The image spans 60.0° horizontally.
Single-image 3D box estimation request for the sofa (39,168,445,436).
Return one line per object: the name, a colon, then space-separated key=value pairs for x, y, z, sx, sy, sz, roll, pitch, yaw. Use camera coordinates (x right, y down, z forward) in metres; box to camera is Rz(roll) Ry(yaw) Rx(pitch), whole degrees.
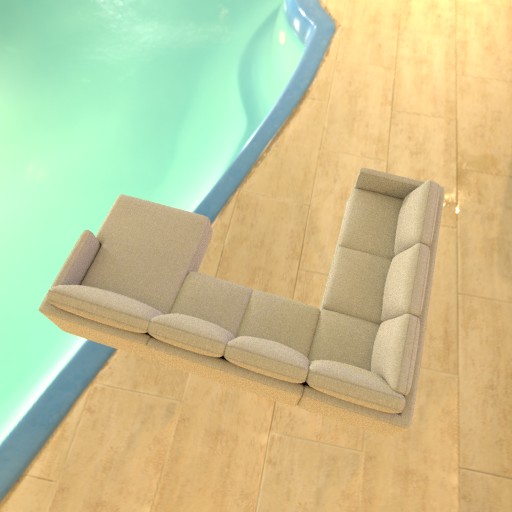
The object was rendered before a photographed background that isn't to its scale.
sofa: x=0.000 y=0.000 z=4.547 sx=3.403 sy=0.889 sz=2.551 roll=16 pitch=63 yaw=8
